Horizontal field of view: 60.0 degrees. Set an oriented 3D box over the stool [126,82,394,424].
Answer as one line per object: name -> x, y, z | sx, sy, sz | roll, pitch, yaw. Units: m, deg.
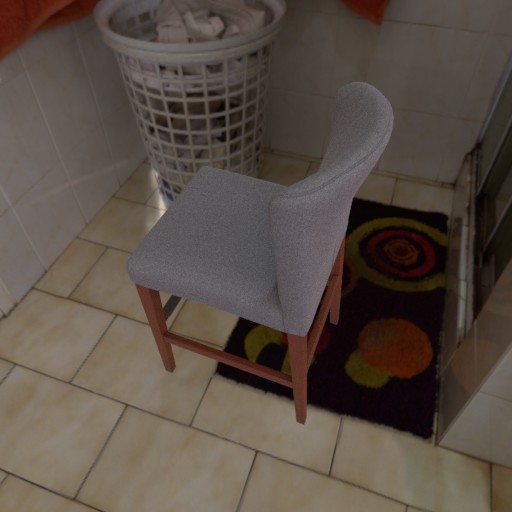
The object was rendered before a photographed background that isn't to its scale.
stool -> 0.000, 0.000, 1.282 | 0.568, 0.968, 0.481 | 16, 50, 14
